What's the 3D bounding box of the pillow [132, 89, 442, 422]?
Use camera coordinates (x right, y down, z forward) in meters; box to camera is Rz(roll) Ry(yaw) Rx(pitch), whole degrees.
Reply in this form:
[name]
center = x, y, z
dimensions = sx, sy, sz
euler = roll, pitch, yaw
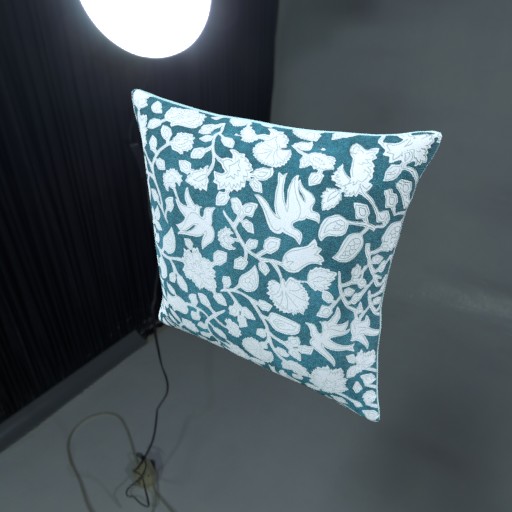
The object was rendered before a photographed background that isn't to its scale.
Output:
[pillow]
center = 0.000, 0.000, 0.778
dimensions = 0.525, 0.508, 0.166
euler = 18, 35, 28
